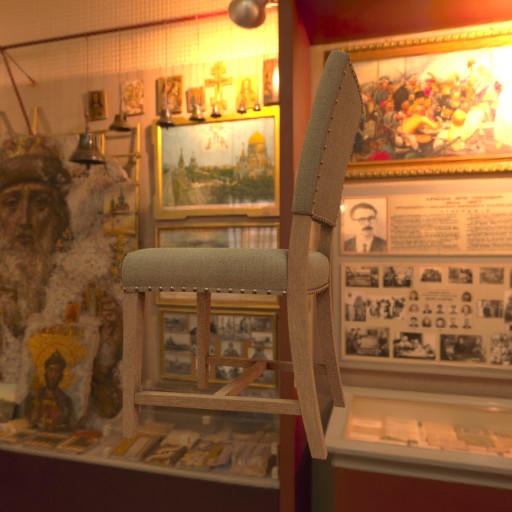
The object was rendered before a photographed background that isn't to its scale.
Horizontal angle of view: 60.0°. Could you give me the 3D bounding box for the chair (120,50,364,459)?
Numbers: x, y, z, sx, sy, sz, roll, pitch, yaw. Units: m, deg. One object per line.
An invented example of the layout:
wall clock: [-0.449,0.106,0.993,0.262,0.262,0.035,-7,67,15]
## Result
chair: [0.000,0.000,1.345,0.622,0.986,0.508,0,0,18]
